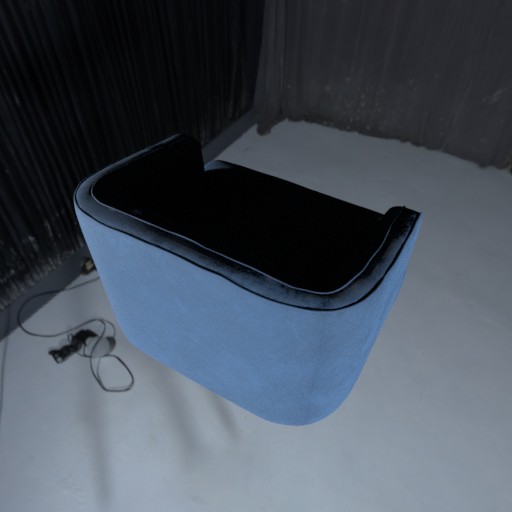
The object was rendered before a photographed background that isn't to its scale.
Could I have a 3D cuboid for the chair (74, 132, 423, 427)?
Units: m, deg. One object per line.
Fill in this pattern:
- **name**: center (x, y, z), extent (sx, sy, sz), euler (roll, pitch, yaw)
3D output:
- **chair**: center (0.000, 0.000, 1.784), extent (1.094, 0.852, 0.940), euler (23, 51, 20)
